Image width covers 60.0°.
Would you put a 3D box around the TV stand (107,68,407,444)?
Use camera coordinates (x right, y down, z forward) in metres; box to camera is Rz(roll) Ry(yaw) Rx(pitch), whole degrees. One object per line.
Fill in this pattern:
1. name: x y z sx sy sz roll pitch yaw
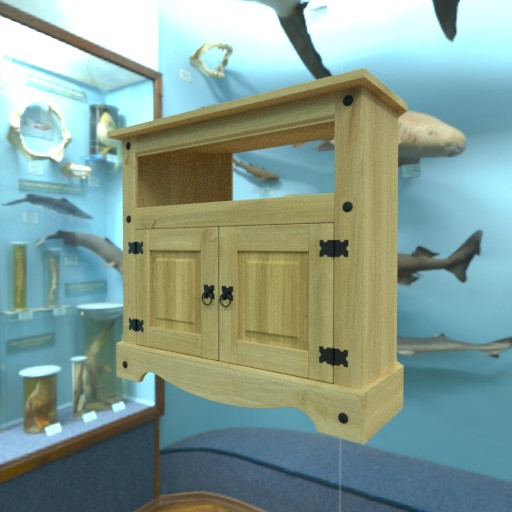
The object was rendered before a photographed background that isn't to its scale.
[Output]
1. TV stand: 0.000 0.000 1.328 0.851 0.781 0.425 1 2 36
